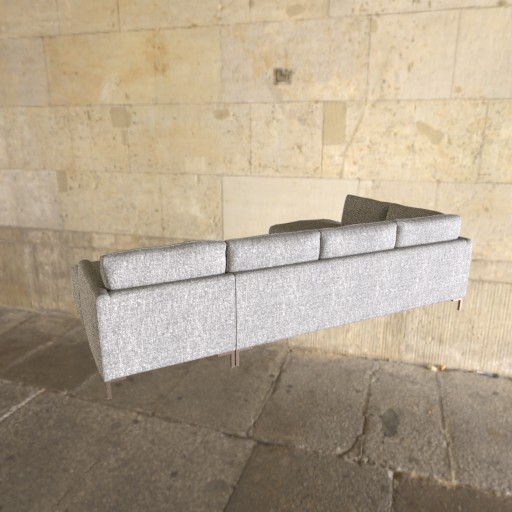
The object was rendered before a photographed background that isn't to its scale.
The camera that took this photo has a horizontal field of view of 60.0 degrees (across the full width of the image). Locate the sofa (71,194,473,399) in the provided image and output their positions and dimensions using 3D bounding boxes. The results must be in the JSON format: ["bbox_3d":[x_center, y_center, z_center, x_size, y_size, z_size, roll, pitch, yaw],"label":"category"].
[{"bbox_3d":[0.000,0.000,3.551,2.737,0.756,1.879,-8,17,-26],"label":"sofa"}]
